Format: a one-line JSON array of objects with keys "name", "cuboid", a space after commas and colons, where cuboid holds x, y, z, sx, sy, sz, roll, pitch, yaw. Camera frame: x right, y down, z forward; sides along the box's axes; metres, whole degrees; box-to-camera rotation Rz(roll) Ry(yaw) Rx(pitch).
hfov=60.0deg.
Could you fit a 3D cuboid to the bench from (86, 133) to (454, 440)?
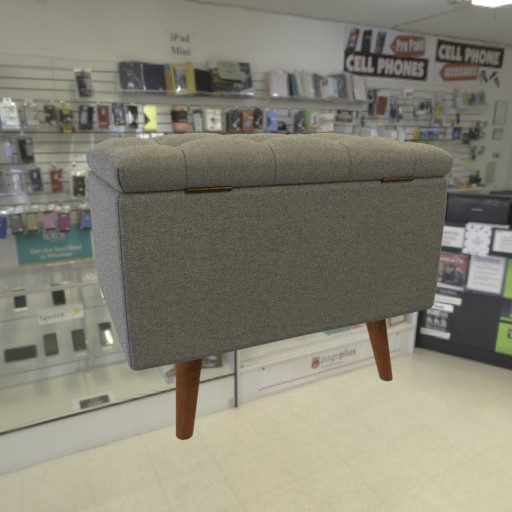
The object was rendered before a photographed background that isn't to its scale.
[{"name": "bench", "cuboid": [0.000, 0.000, 0.877, 0.572, 0.469, 0.417, -7, 17, -24]}]
